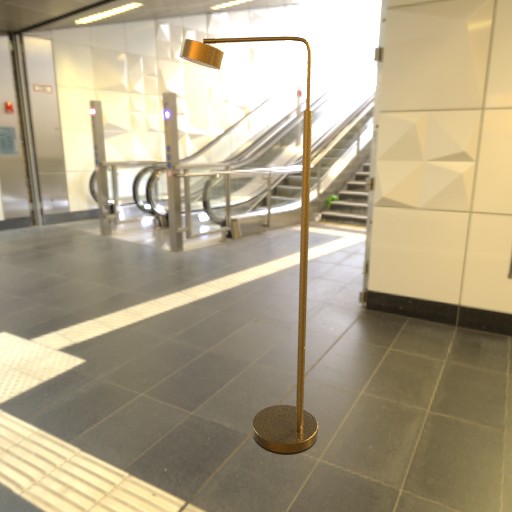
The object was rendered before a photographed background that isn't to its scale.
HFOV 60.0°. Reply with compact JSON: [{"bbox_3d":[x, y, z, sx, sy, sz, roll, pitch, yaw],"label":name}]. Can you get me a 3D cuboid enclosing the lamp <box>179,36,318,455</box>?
[{"bbox_3d":[0.000,0.000,1.369,0.418,1.230,0.219,3,14,10],"label":"lamp"}]
